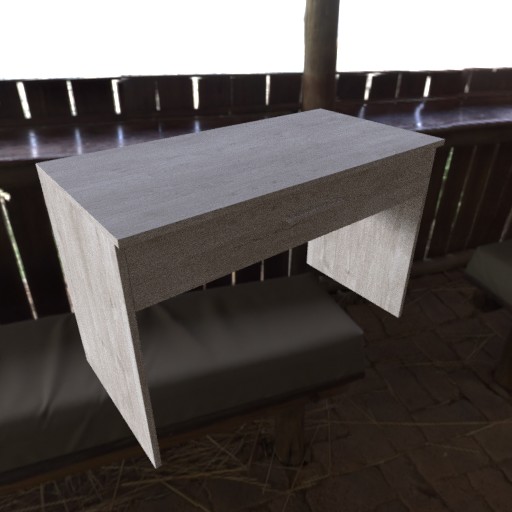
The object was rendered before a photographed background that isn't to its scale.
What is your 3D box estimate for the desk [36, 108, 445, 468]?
[{"bbox_3d":[0.000,0.000,1.505,1.100,0.730,0.560,-22,37,-32],"label":"desk"}]
